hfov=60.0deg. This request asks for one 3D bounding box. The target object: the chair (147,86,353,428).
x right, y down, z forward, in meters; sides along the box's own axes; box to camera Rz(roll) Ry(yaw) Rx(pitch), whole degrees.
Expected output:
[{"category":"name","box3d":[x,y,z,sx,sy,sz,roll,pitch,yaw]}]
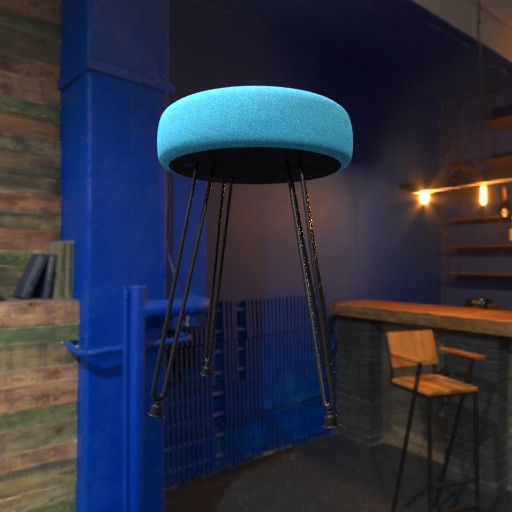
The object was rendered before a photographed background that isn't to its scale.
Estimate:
[{"category":"chair","box3d":[0.000,0.000,0.696,0.350,0.440,0.350,1,-1,-35]}]
